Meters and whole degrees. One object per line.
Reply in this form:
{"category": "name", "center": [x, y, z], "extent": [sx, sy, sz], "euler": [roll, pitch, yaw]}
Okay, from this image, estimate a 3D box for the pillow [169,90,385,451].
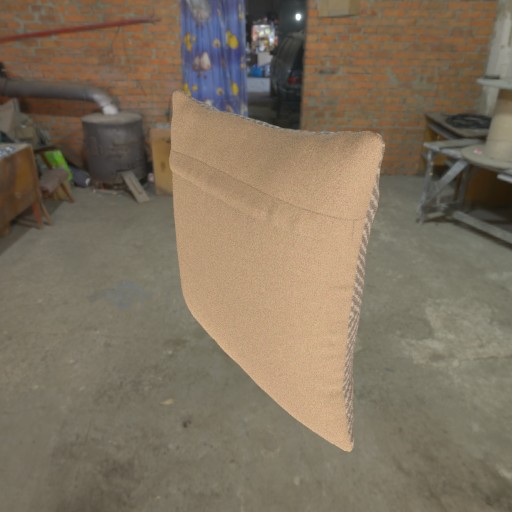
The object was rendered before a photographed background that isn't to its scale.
{"category": "pillow", "center": [0.000, 0.000, 0.702], "extent": [0.181, 0.458, 0.459], "euler": [-18, 32, -31]}
